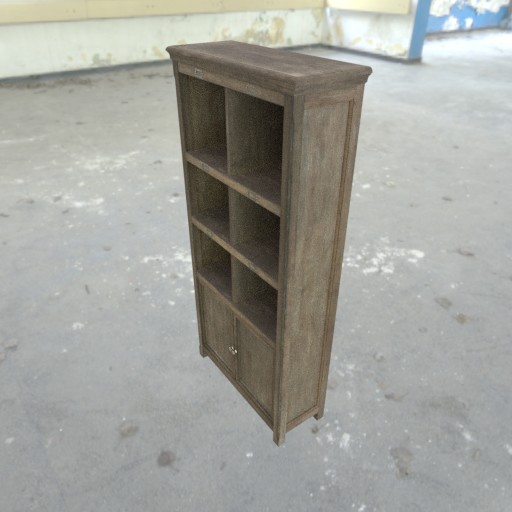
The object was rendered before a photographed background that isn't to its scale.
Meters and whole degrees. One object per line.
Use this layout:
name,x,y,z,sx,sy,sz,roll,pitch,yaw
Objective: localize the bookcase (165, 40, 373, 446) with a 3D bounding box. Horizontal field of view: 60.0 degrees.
bookcase,0.000,0.000,2.254,0.348,1.880,0.906,-21,38,-29
